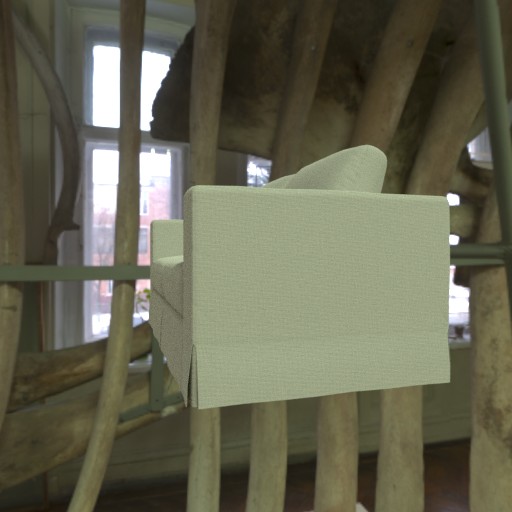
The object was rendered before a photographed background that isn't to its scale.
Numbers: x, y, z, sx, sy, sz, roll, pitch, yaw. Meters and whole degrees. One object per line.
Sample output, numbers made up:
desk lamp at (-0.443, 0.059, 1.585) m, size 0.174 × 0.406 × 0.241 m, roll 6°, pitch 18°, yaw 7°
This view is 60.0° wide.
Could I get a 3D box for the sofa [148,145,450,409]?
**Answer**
sofa at (0.000, 0.000, 2.372) m, size 1.009 × 0.932 × 1.813 m, roll 0°, pitch 1°, yaw -17°
